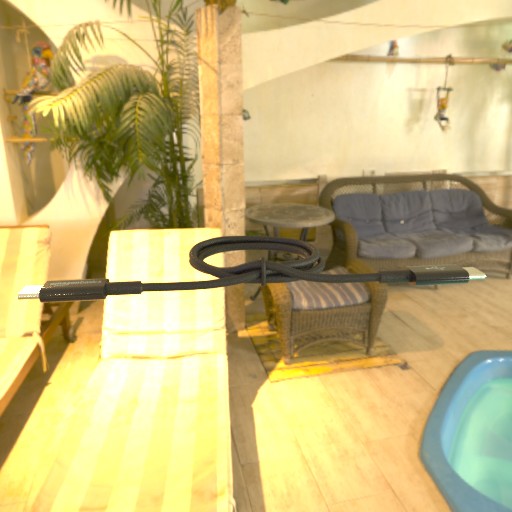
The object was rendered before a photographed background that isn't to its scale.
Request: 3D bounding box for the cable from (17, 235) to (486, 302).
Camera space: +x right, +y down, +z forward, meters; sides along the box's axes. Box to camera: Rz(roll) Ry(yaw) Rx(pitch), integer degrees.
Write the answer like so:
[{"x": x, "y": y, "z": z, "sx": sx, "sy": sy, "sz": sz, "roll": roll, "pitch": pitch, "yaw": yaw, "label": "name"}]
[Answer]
[{"x": 0.000, "y": 0.000, "z": 0.221, "sx": 0.203, "sy": 0.014, "sz": 0.070, "roll": -2, "pitch": 18, "yaw": -7, "label": "cable"}]
